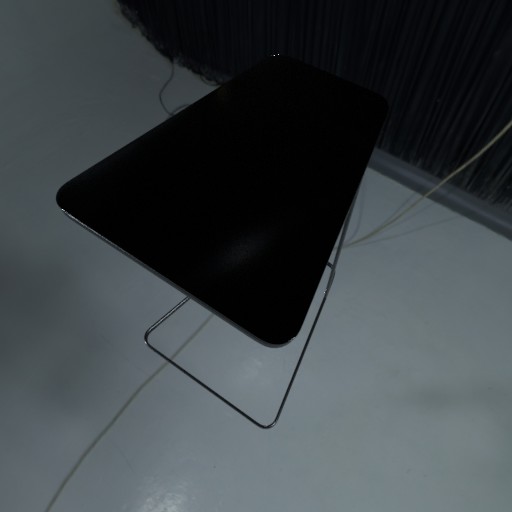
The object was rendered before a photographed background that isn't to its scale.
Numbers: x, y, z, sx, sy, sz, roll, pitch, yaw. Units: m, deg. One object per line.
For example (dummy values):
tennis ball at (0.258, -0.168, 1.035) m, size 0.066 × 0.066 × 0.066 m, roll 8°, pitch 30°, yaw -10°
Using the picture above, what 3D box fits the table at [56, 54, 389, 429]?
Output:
table at (0.000, 0.000, 0.981) m, size 0.427 × 0.624 × 0.500 m, roll 31°, pitch 64°, yaw 17°
